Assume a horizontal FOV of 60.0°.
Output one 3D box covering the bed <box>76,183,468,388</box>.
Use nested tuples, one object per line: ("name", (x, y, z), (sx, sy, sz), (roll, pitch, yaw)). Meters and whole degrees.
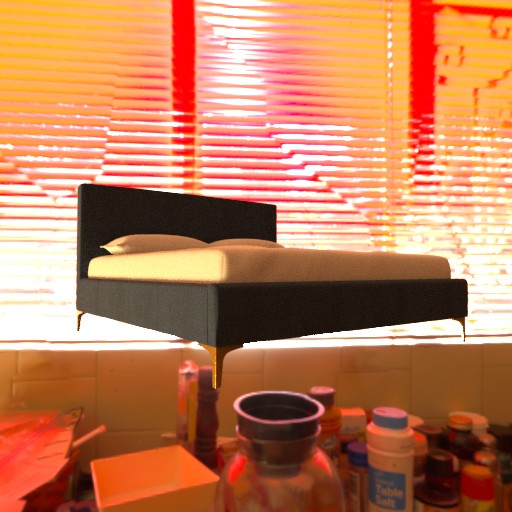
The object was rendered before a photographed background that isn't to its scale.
("bed", (0.000, 0.000, 3.407), (2.096, 1.231, 2.232), (1, -2, -37))
